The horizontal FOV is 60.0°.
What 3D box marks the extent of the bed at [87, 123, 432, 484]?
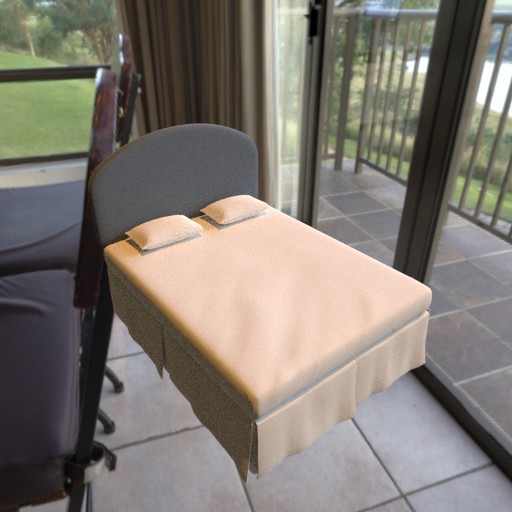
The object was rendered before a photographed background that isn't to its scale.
[{"bbox_3d":[0.000,0.000,3.088,1.607,1.410,2.005,-22,37,-32],"label":"bed"}]
